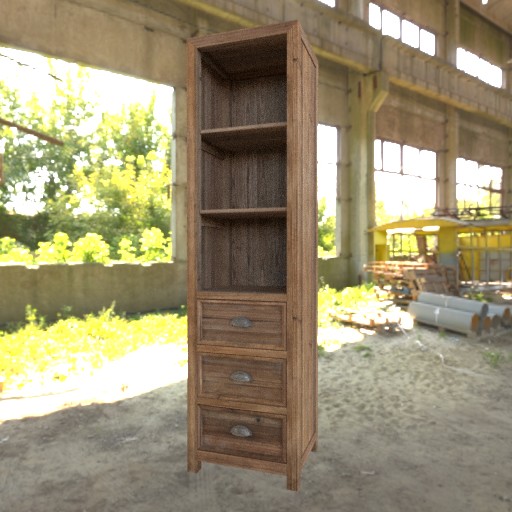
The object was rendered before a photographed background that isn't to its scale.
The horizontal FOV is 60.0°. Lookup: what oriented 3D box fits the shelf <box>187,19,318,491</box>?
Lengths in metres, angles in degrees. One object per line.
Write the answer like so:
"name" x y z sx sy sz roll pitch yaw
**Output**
"shelf" 0.000 0.000 2.058 0.500 1.900 0.428 0 1 19
